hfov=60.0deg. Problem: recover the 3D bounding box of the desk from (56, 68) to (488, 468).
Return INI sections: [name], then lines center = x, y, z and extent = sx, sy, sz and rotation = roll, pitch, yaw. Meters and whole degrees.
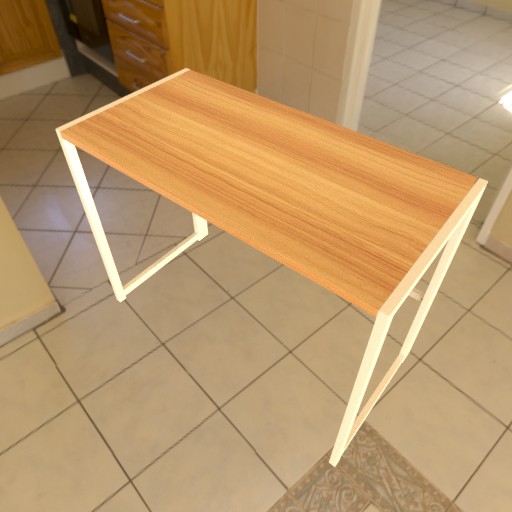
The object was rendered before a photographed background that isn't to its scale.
[desk]
center = 0.000, 0.000, 1.411
extent = 1.016, 0.762, 0.508
rotation = 30, 53, 26
